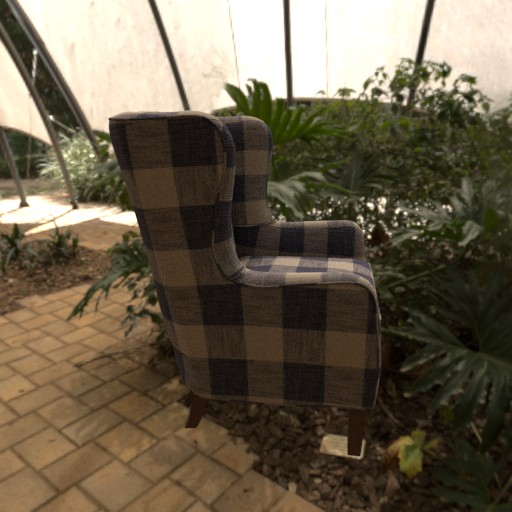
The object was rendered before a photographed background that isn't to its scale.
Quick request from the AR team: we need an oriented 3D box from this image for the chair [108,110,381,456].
[{"bbox_3d":[0.000,0.000,1.673,0.889,1.041,0.830,3,17,10],"label":"chair"}]
